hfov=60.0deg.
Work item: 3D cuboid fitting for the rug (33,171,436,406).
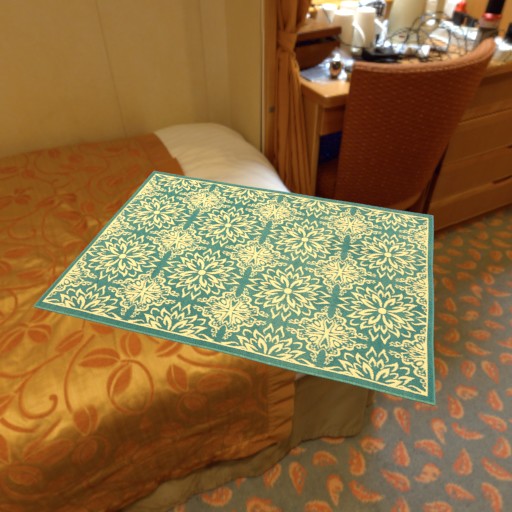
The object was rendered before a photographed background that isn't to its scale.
[{"bbox_3d":[0.000,0.000,2.861,2.205,0.012,1.554,11,43,12],"label":"rug"}]
